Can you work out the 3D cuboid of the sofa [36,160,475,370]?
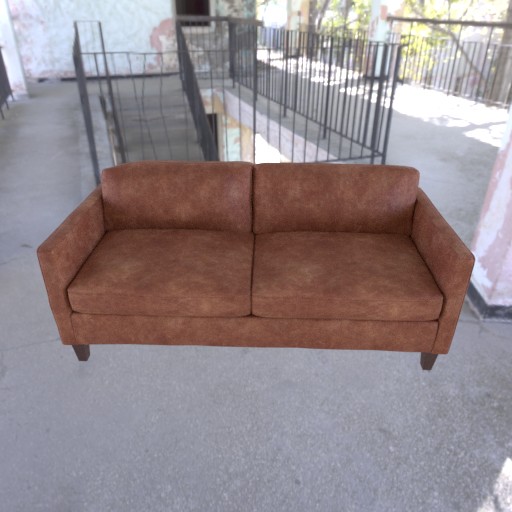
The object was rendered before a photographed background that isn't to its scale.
[{"bbox_3d":[0.000,0.000,2.433,1.971,0.863,0.923,1,30,2],"label":"sofa"}]
